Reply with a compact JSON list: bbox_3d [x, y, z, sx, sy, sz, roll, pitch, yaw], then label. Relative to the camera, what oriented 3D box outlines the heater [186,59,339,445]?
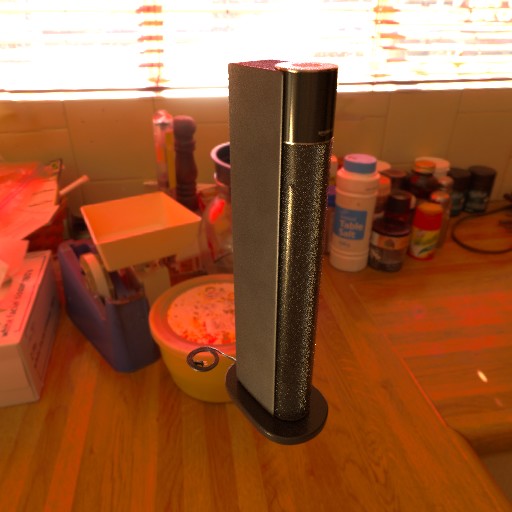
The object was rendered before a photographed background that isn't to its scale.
[{"bbox_3d":[0.000,0.000,1.048,0.214,0.856,0.458,-22,37,-34],"label":"heater"}]
